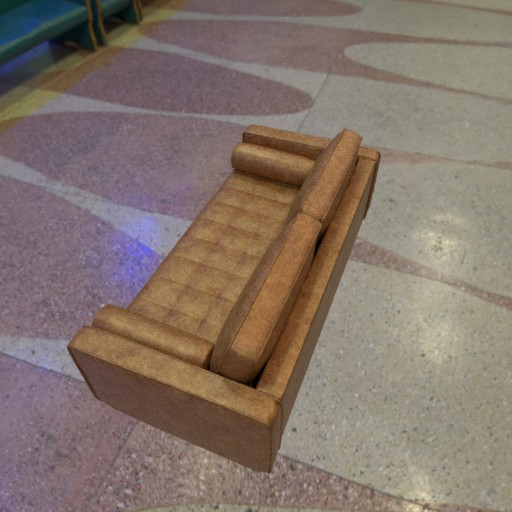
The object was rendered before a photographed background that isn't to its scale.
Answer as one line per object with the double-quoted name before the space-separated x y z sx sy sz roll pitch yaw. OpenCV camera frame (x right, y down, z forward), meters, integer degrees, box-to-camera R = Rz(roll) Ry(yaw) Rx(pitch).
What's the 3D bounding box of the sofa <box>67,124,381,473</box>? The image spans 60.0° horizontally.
"sofa" 0.000 0.000 2.420 0.924 0.825 1.920 17 48 15
